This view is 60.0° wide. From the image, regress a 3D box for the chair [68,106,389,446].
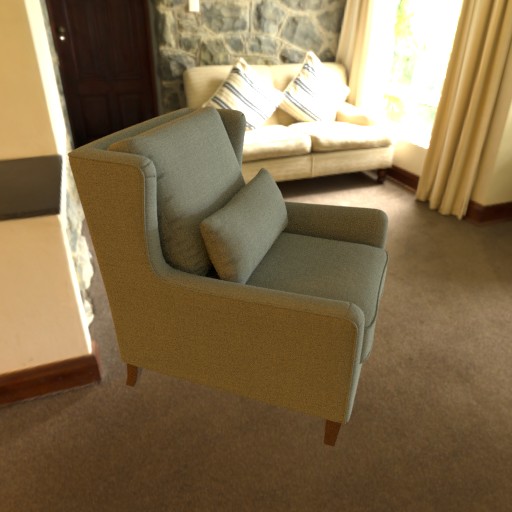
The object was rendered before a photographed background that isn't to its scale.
[{"bbox_3d":[0.000,0.000,1.839,1.040,1.056,0.866,10,30,17],"label":"chair"}]
